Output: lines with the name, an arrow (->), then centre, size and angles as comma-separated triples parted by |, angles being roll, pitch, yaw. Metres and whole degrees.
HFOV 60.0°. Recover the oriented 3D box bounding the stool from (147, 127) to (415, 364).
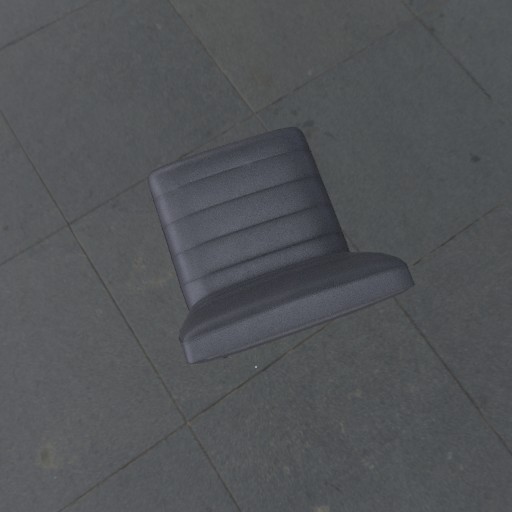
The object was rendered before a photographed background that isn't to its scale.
stool -> 0.000, 0.000, 1.348 | 0.457, 1.040, 0.552 | -19, 77, -5
